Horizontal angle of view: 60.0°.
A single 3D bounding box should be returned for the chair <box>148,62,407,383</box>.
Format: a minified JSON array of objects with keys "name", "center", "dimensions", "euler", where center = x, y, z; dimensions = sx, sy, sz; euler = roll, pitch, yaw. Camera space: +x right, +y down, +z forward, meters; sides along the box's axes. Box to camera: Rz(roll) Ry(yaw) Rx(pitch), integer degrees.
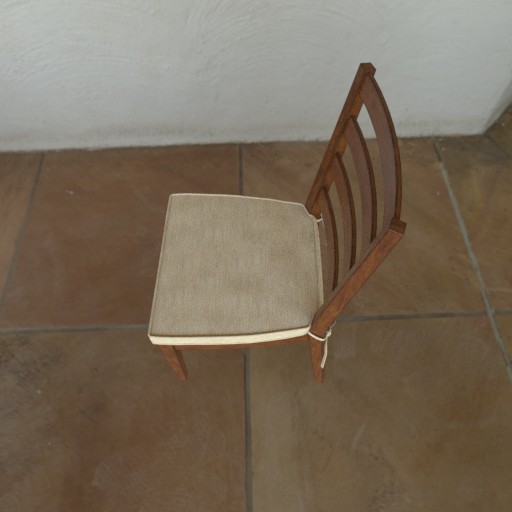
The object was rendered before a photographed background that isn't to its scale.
[{"name":"chair","center":[0.000,0.000,1.346],"dimensions":[0.595,0.979,0.593],"euler":[1,58,1]}]
